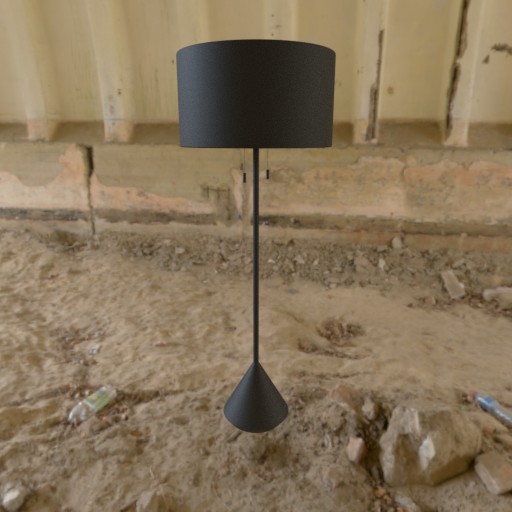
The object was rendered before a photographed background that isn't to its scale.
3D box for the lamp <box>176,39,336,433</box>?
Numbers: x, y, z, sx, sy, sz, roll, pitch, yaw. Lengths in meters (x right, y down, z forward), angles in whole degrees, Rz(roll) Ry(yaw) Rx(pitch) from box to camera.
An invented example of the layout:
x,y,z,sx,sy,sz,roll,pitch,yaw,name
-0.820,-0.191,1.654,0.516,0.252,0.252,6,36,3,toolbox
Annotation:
x,y,z,sx,sy,sz,roll,pitch,yaw,name
0.000,0.000,1.829,0.580,1.526,0.580,-8,17,-26,lamp
